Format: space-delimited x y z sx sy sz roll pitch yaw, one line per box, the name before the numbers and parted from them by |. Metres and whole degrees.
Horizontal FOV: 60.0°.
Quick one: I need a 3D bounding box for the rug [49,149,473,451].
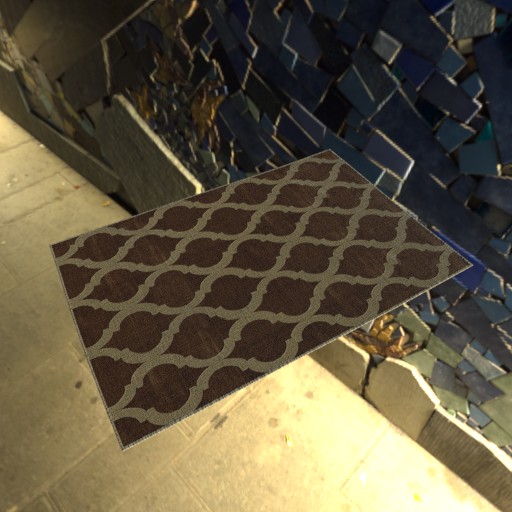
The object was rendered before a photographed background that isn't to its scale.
rug | 0.000 0.000 2.841 2.284 0.008 1.522 -23 51 -20
